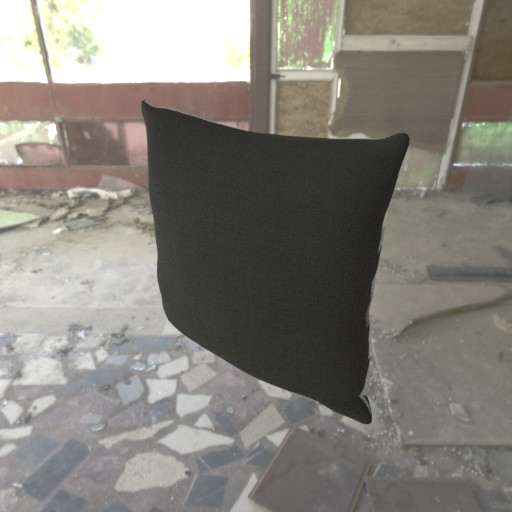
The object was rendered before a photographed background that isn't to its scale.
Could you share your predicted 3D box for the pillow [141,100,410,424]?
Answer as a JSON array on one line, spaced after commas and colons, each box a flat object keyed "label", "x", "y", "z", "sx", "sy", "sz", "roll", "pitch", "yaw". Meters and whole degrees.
[{"label": "pillow", "x": 0.000, "y": 0.000, "z": 0.782, "sx": 0.503, "sy": 0.496, "sz": 0.208, "roll": 20, "pitch": 34, "yaw": 32}]
